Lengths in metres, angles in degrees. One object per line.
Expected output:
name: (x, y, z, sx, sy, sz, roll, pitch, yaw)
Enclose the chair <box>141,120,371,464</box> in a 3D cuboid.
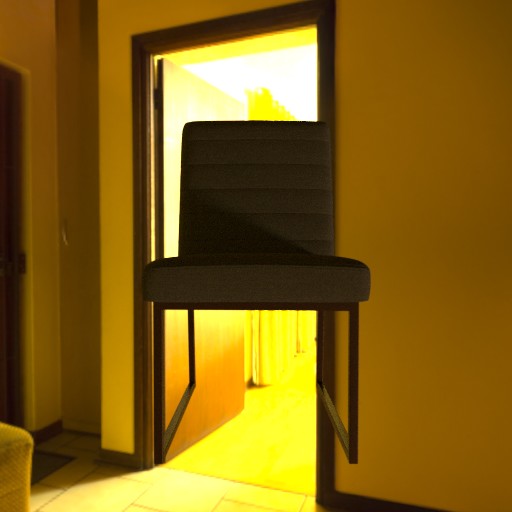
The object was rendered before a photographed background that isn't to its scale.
chair: (0.000, 0.000, 1.291, 0.520, 0.930, 0.634, 0, 1, 0)
